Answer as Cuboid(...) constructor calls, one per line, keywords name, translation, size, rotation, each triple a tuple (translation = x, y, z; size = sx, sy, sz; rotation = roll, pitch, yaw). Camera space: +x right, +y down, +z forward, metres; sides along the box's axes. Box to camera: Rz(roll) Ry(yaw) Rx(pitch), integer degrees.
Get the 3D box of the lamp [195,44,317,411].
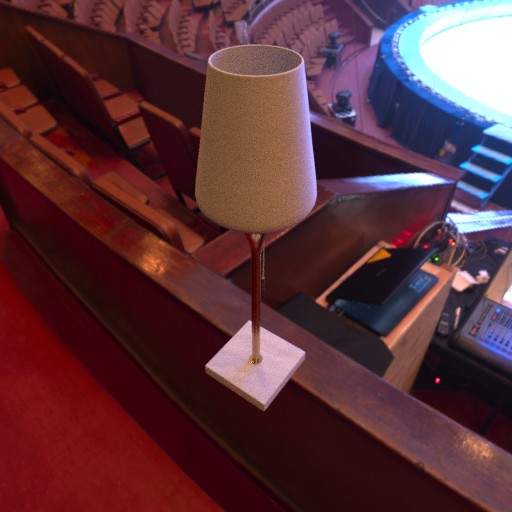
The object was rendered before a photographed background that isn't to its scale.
Cuboid(name="lamp", translation=(0.000, 0.000, 0.750), size=(0.181, 0.639, 0.181), rotation=(26, 48, 26))
